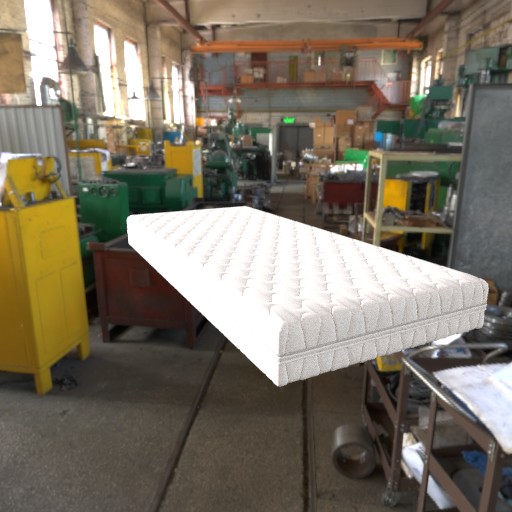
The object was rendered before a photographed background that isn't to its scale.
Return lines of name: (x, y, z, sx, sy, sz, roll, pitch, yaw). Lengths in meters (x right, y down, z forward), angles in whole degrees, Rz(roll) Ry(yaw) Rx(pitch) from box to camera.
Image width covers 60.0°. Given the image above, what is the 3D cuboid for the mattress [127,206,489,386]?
mattress: (0.000, 0.000, 2.297, 0.900, 0.200, 2.000, -8, 17, -26)
